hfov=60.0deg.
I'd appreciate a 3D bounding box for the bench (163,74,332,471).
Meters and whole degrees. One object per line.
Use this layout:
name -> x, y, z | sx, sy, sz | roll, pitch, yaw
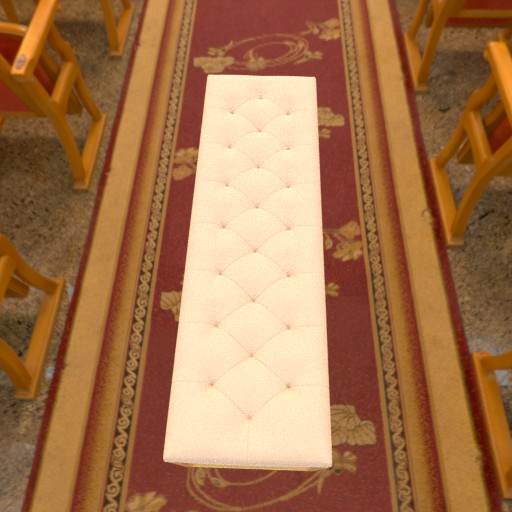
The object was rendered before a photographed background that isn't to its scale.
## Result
bench -> 0.000, 0.000, 1.707 | 0.457, 0.484, 1.473 | 2, 63, 1
